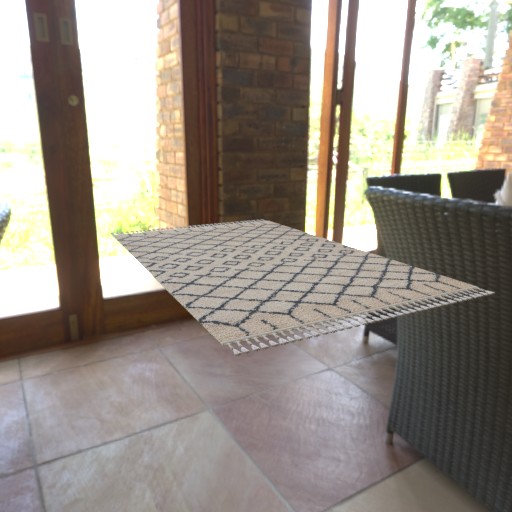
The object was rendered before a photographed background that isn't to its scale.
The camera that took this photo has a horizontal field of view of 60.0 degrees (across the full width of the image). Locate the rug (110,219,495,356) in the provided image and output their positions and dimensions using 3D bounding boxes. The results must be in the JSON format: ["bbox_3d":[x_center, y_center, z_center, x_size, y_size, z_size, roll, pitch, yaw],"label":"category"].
[{"bbox_3d":[0.000,0.000,2.427,1.196,0.008,2.006,-7,16,-27],"label":"rug"}]
